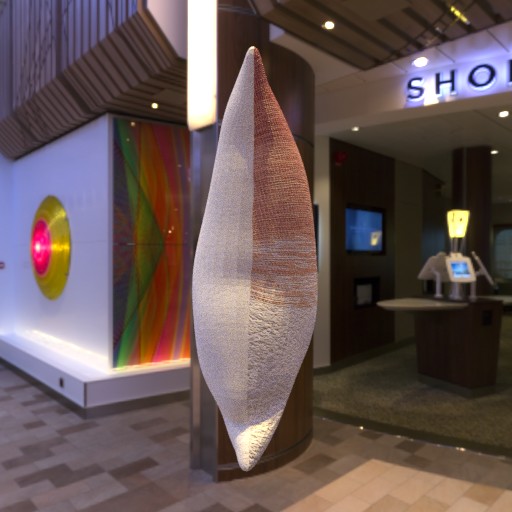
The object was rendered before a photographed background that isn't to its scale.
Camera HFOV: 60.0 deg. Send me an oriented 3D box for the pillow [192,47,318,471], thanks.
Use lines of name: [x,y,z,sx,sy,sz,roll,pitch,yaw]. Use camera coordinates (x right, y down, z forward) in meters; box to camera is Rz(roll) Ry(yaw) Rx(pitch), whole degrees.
pillow: [0.000,0.000,0.668,0.182,0.441,0.440,0,0,0]
